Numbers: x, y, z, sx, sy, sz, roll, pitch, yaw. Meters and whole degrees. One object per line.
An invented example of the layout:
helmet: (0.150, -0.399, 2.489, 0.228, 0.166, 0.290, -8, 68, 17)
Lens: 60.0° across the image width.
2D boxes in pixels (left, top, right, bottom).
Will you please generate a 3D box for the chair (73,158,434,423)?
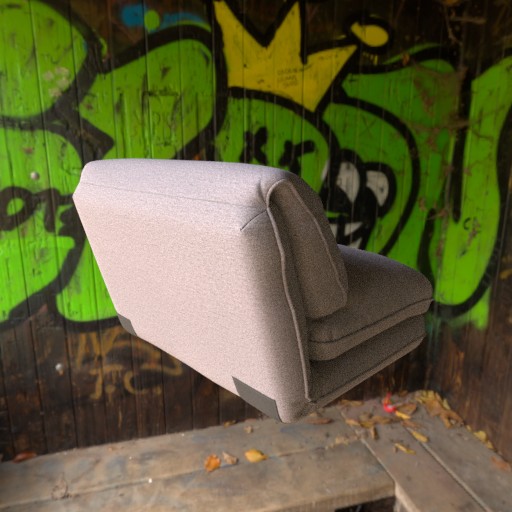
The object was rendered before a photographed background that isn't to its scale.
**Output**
chair: (0.000, 0.000, 1.340, 0.780, 0.580, 0.820, -13, 19, -42)
